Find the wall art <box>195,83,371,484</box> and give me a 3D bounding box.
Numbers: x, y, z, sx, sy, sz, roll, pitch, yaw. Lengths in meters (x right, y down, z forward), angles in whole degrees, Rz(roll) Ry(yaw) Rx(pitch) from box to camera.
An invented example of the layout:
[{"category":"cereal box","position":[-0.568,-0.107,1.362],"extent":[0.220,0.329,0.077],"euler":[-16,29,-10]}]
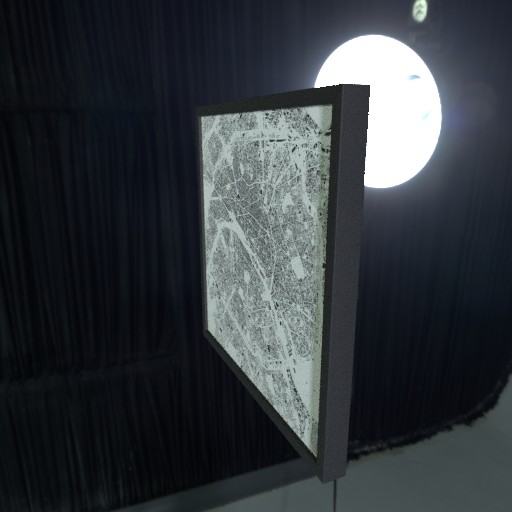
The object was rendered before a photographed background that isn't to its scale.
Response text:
[{"category":"wall art","position":[0.000,0.000,0.758],"extent":[0.037,0.508,0.508],"euler":[-7,17,-24]}]
